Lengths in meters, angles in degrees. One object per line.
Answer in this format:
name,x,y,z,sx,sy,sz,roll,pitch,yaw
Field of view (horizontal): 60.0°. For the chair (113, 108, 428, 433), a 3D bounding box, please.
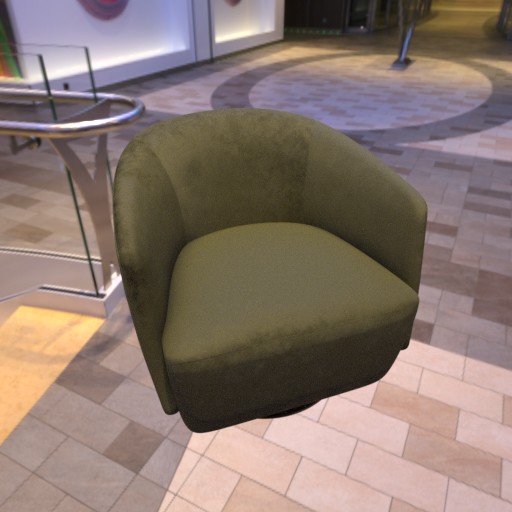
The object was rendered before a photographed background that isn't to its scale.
chair,0.000,0.000,1.327,0.773,0.698,0.767,-11,34,-16
